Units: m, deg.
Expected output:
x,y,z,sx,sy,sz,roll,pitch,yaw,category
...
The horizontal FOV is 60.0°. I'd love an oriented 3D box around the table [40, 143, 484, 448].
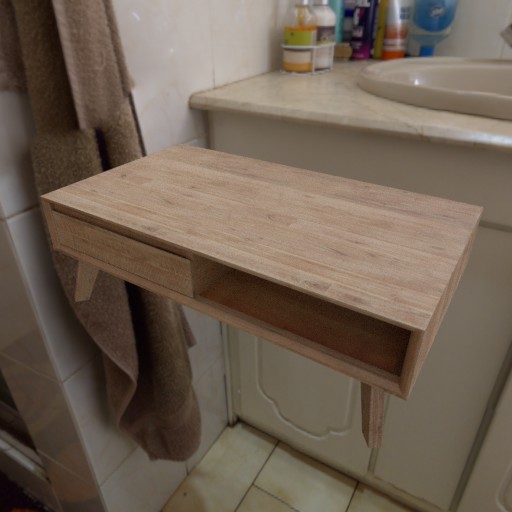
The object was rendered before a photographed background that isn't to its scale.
x,y,z,sx,sy,sz,roll,pitch,yaw,category
0.000,0.000,1.987,1.619,0.531,0.918,18,36,28,table
